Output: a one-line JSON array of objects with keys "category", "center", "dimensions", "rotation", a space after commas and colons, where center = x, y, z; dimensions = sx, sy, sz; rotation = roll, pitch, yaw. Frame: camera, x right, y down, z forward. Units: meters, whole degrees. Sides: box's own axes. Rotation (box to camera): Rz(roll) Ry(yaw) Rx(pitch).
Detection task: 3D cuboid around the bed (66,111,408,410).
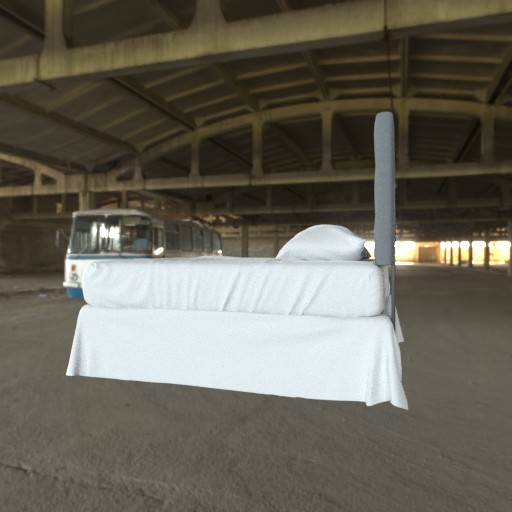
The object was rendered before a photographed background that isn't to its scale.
[{"category": "bed", "center": [0.000, 0.000, 3.455], "dimensions": [2.222, 1.577, 1.936], "rotation": [0, 0, 18]}]
